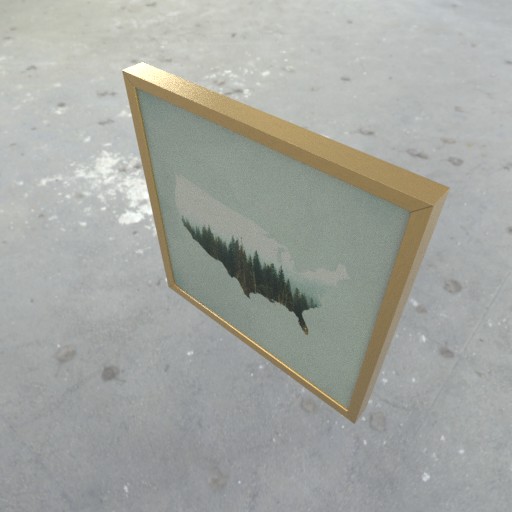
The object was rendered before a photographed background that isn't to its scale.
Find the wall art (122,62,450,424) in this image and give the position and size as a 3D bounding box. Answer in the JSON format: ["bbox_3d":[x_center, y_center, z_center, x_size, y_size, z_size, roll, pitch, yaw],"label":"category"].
[{"bbox_3d":[0.000,0.000,0.757,0.509,0.509,0.040,31,53,27],"label":"wall art"}]
